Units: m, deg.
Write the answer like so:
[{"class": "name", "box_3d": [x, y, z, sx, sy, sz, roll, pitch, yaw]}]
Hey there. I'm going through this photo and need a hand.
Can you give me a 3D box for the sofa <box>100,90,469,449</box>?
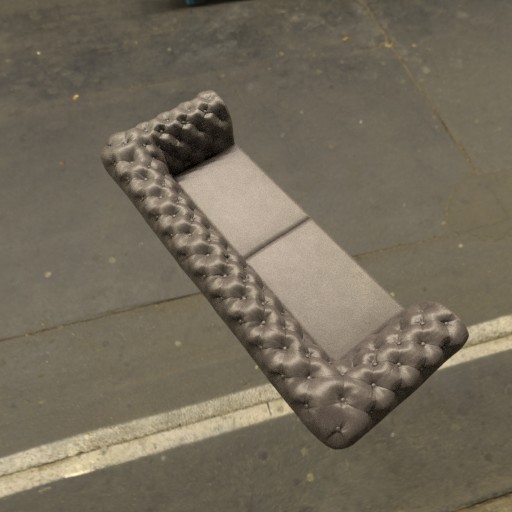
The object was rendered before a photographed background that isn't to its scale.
[{"class": "sofa", "box_3d": [0.000, 0.000, 2.824, 0.944, 0.783, 2.385, -33, 64, -18]}]
